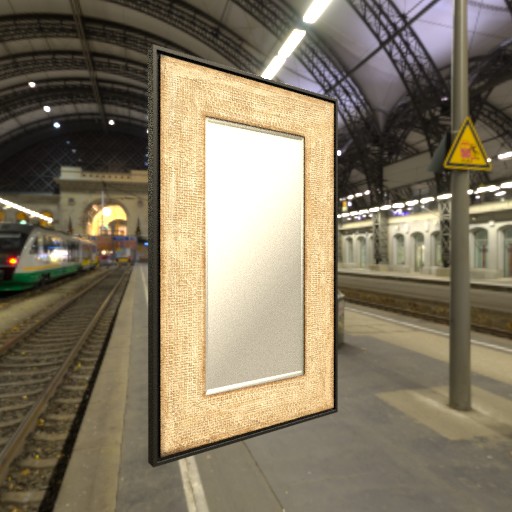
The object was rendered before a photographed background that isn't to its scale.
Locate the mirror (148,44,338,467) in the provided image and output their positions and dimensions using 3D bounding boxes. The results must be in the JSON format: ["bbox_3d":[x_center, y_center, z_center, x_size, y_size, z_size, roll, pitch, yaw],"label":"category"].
[{"bbox_3d":[0.000,0.000,1.517,0.762,1.219,0.038,0,0,-36],"label":"mirror"}]
